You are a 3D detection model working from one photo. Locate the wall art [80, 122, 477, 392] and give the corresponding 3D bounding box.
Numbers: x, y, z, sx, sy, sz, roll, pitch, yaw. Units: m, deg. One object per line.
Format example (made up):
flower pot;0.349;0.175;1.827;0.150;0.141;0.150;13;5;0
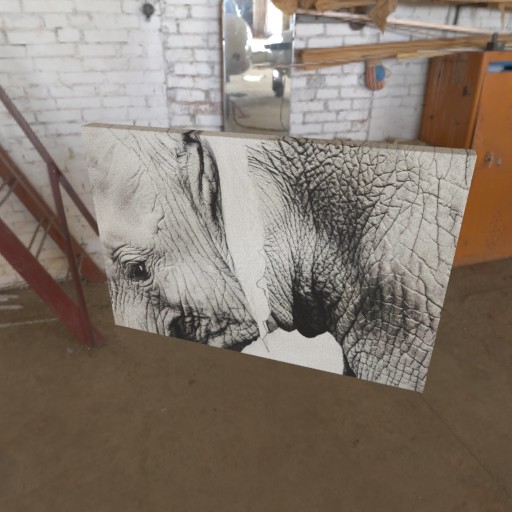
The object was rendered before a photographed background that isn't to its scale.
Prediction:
wall art;0.000;0.000;0.766;0.613;0.407;0.035;9;28;17
